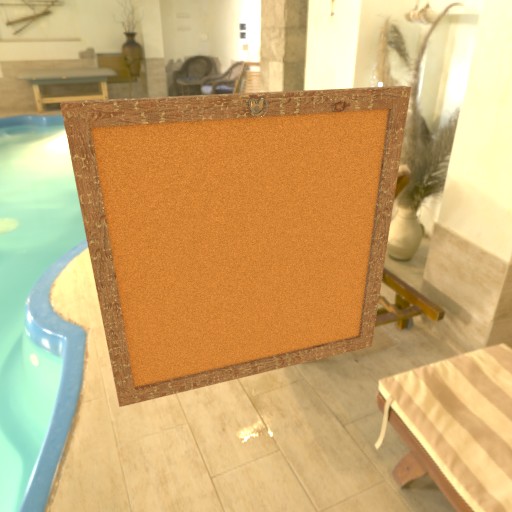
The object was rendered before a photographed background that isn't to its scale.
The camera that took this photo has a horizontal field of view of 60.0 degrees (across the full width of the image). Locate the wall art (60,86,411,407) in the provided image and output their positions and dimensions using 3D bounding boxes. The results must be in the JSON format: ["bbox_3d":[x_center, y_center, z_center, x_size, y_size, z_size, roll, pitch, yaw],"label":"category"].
[{"bbox_3d":[0.000,0.000,0.550,0.380,0.380,0.022,-9,29,-17],"label":"wall art"}]
